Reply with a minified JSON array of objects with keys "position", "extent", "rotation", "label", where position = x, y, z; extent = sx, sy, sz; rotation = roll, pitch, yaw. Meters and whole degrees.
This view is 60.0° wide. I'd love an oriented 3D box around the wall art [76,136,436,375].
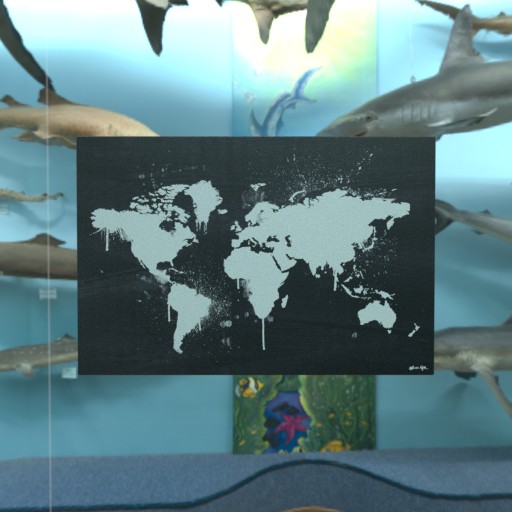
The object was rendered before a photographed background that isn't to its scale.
[{"position":[0.000,0.000,0.773],"extent":[0.610,0.409,0.038],"rotation":[0,1,0],"label":"wall art"}]
